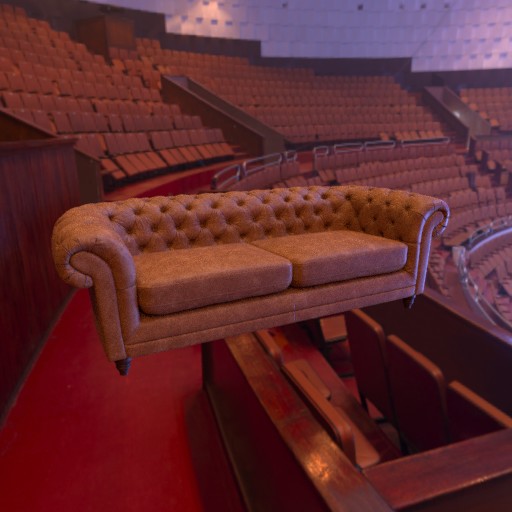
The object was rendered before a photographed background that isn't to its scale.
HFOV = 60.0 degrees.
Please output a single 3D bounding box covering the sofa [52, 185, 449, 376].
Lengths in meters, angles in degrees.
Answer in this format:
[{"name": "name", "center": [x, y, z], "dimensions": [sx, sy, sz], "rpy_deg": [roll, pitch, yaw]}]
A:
[{"name": "sofa", "center": [0.000, 0.000, 2.845], "dimensions": [2.365, 0.760, 0.989], "rpy_deg": [-8, 18, -26]}]
